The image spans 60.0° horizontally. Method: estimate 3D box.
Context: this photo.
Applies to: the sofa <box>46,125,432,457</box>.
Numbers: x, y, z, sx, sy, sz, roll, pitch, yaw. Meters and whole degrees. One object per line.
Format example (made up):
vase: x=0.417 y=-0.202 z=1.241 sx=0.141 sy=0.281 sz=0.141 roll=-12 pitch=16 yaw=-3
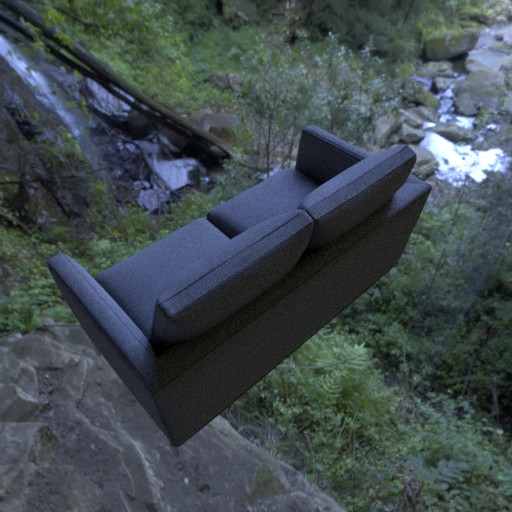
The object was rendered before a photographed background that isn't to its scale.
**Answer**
sofa: x=0.000 y=0.000 z=2.111 sx=1.594 sy=0.924 sz=0.803 roll=-33 pitch=54 yaw=-28
